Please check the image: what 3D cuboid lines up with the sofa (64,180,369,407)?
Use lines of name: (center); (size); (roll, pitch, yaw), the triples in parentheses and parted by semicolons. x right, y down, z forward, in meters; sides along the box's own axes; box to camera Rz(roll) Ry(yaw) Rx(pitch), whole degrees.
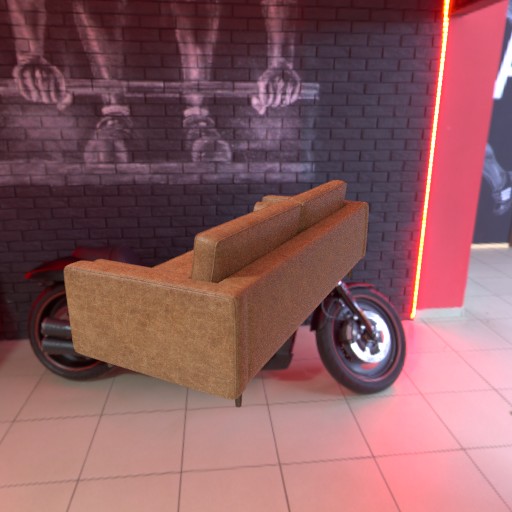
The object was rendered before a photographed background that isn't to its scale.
sofa: (0.000, 0.000, 2.794); (0.919, 0.770, 2.200); (8, 19, 25)
